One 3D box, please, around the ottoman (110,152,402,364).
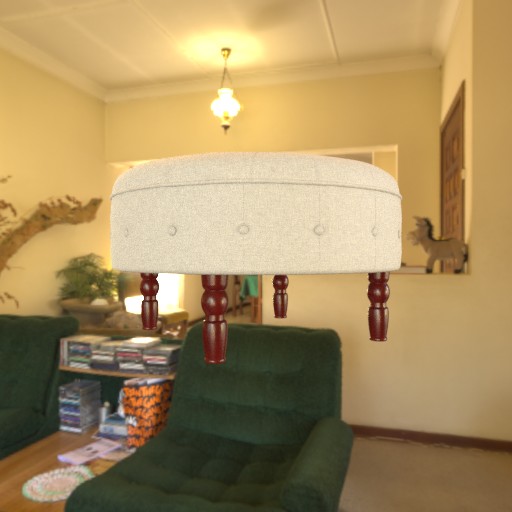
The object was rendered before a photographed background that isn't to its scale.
[{"bbox_3d":[0.000,0.000,1.357,0.849,0.478,0.849,0,0,0],"label":"ottoman"}]
